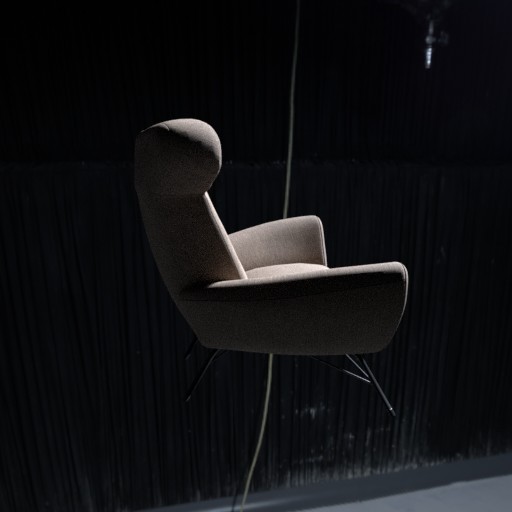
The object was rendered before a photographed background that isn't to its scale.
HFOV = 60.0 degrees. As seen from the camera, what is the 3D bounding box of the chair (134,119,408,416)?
[{"bbox_3d":[0.000,0.000,1.779,0.900,1.040,0.980,-3,15,-10],"label":"chair"}]
